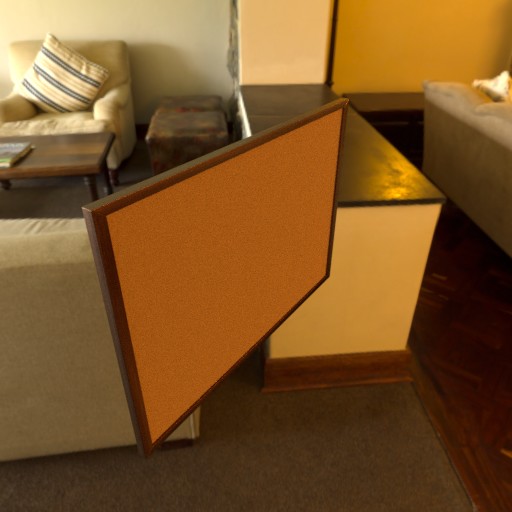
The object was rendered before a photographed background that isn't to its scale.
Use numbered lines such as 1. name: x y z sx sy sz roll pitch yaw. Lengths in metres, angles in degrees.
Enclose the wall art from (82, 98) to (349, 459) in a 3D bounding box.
1. wall art: 0.000 0.000 0.557 0.012 0.304 0.431 21 38 30
